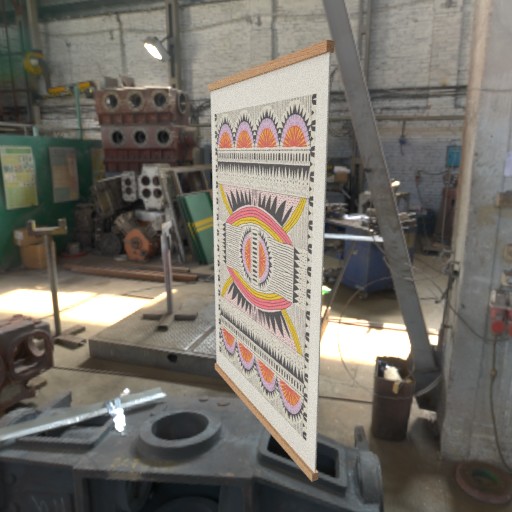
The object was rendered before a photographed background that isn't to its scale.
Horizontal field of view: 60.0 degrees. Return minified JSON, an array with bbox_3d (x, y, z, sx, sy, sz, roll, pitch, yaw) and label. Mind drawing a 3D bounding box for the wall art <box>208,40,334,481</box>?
[{"bbox_3d":[0.000,0.000,1.933,0.028,1.533,0.999,-7,15,-26],"label":"wall art"}]
